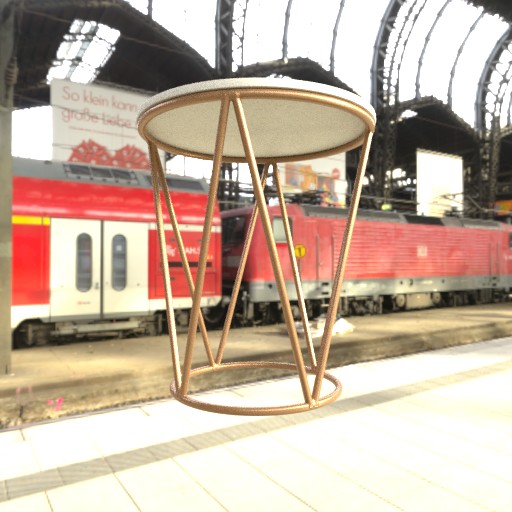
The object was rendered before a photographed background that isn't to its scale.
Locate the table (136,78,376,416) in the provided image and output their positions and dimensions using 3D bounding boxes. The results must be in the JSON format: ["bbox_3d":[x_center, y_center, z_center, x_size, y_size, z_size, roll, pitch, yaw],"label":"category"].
[{"bbox_3d":[0.000,0.000,0.954,0.500,0.564,0.500,0,-1,0],"label":"table"}]
